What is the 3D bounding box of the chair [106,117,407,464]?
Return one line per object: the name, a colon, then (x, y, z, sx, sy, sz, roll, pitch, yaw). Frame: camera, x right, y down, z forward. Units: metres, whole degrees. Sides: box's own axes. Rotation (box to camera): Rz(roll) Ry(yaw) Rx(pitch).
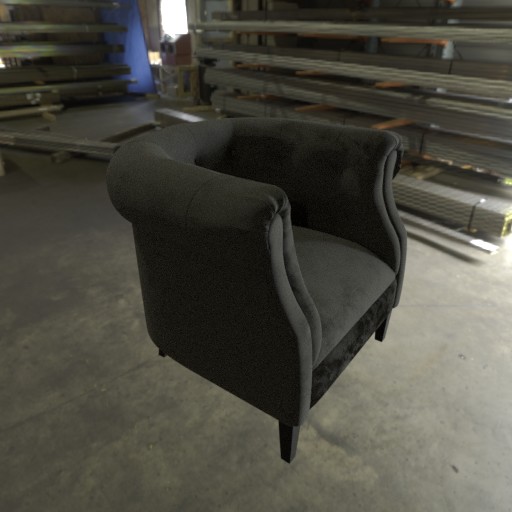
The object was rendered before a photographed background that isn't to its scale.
chair: (0.000, 0.000, 1.563, 0.851, 0.826, 0.904, 19, 34, 32)
